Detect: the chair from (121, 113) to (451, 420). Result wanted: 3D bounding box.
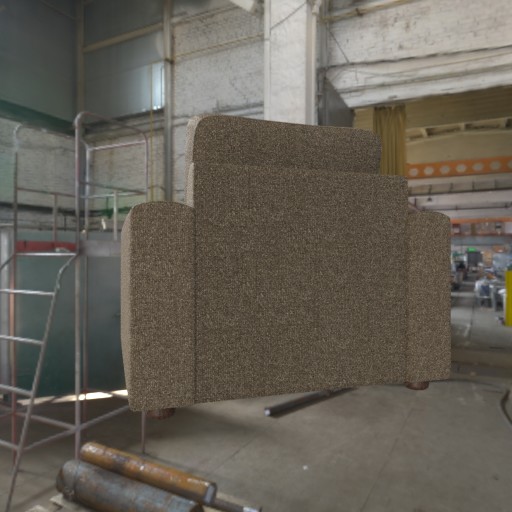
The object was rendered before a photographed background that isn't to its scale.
[{"bbox_3d":[0.000,0.000,1.751,1.005,0.873,1.016,0,0,-18],"label":"chair"}]
